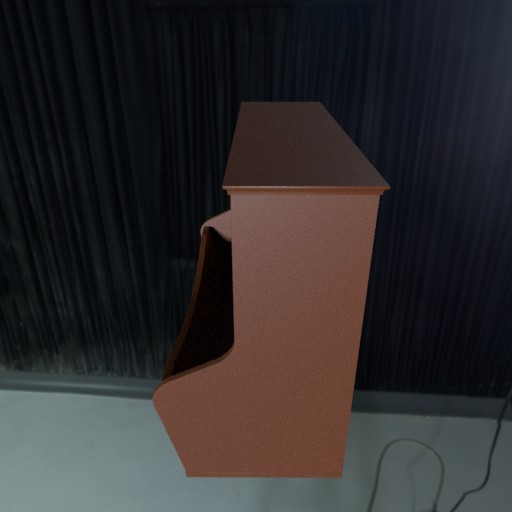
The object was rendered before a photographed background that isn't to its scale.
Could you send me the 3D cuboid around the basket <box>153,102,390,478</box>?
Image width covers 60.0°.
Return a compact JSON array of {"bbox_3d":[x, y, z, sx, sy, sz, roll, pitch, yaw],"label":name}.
[{"bbox_3d":[0.000,0.000,1.110,0.376,0.625,0.792,0,27,0],"label":"basket"}]
